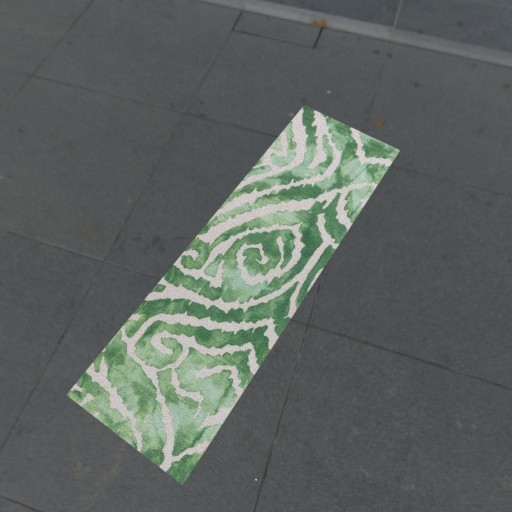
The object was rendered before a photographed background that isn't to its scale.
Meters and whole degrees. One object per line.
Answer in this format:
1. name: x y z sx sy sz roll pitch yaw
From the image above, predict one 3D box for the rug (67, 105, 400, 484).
1. rug: 0.000 0.000 2.674 0.761 0.006 2.438 30 67 14
